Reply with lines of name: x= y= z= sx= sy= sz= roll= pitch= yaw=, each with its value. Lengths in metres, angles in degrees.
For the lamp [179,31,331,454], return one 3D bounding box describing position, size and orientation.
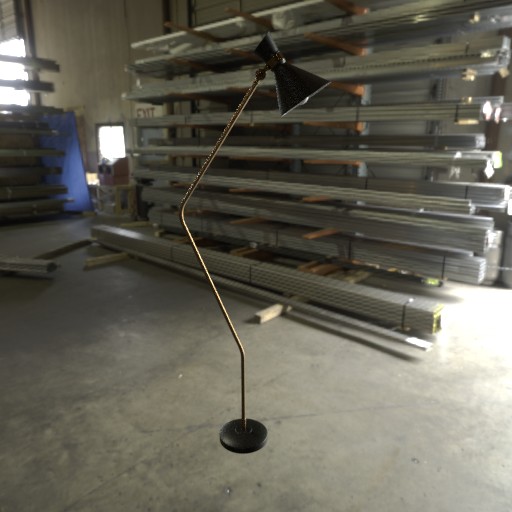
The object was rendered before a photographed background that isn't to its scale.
lamp: x=0.000 y=0.000 z=1.567 sx=0.467 sy=1.438 sz=0.277 roll=7 pitch=16 yaw=27
